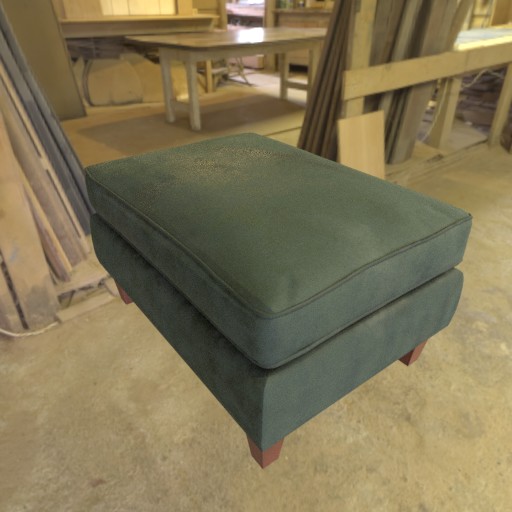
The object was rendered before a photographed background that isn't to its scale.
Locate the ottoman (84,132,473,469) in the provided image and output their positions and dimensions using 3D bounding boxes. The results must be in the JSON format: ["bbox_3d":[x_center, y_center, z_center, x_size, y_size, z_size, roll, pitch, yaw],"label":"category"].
[{"bbox_3d":[0.000,0.000,1.217,0.632,0.495,0.864,-21,37,-31],"label":"ottoman"}]
